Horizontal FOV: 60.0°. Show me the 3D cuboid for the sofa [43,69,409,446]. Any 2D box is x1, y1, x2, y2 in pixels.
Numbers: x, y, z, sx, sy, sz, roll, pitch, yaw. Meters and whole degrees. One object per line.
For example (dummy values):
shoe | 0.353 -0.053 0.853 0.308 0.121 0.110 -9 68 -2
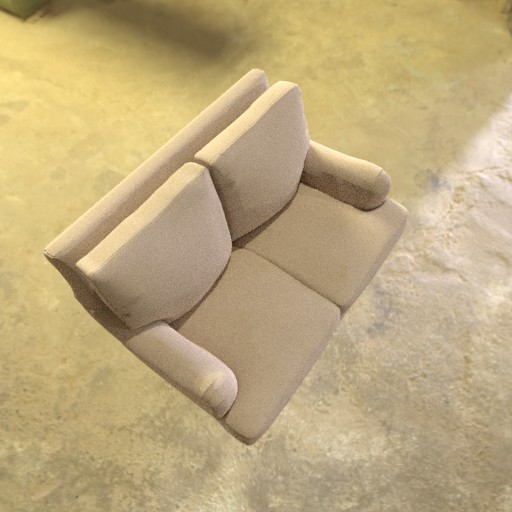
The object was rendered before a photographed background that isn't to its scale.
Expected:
sofa | 0.000 0.000 2.279 1.087 1.048 1.508 32 64 18
